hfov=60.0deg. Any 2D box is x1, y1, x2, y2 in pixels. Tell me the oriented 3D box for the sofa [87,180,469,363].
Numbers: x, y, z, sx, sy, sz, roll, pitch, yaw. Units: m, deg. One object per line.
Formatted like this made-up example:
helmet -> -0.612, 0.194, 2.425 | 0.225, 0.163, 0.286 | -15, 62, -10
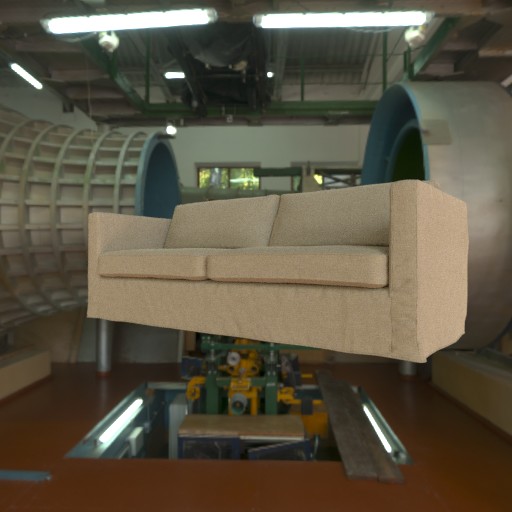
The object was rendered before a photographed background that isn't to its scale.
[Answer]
sofa -> 0.000, 0.000, 2.766 | 2.296, 0.847, 0.956 | 0, 0, 36
